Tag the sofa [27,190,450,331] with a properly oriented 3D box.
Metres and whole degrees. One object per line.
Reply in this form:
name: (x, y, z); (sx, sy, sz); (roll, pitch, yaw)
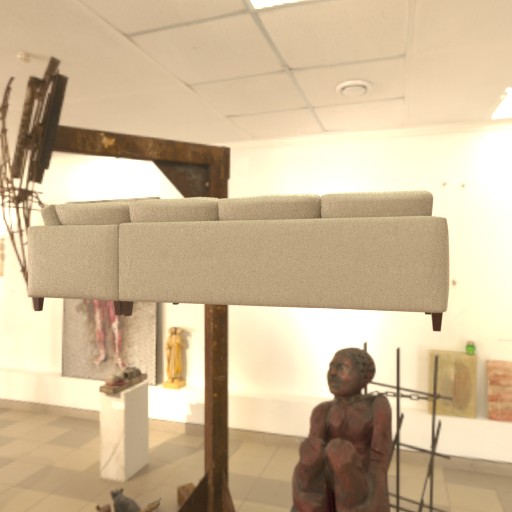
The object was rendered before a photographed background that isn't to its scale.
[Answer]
sofa: (0.000, 0.000, 4.423); (3.333, 0.934, 2.522); (0, 0, 17)
